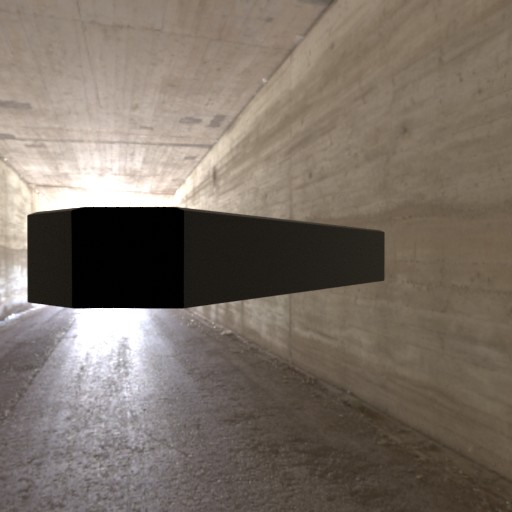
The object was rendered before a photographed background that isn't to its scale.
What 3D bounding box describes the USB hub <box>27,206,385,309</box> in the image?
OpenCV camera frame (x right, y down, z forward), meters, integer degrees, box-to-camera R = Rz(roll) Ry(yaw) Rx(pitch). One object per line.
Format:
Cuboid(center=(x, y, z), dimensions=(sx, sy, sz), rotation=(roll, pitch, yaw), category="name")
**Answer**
Cuboid(center=(0.000, 0.000, 0.159), dimensions=(0.044, 0.023, 0.145), rotation=(0, 0, 36), category="USB hub")
